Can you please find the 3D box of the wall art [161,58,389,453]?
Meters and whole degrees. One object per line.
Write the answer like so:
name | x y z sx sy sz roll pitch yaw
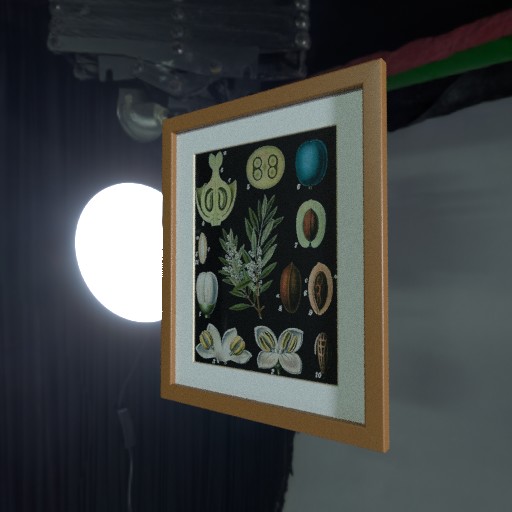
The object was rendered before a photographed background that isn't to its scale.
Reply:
wall art | 0.000 0.000 0.520 0.310 0.379 0.015 -1 -2 36
